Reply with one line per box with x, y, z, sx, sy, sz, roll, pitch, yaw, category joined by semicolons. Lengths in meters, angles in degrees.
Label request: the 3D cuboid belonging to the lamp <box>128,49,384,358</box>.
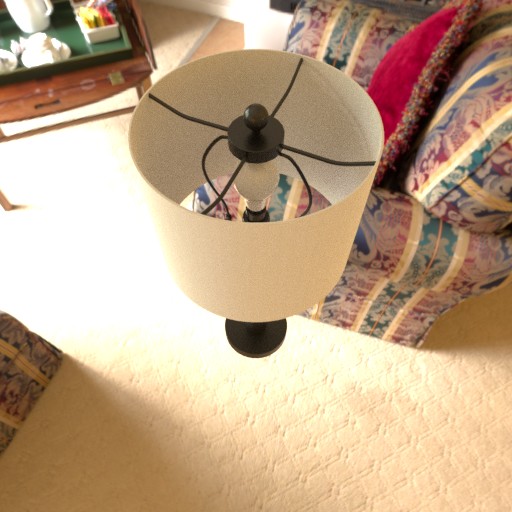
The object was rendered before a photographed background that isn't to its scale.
0.000;0.000;0.781;0.305;0.640;0.305;-16;59;-10;lamp
